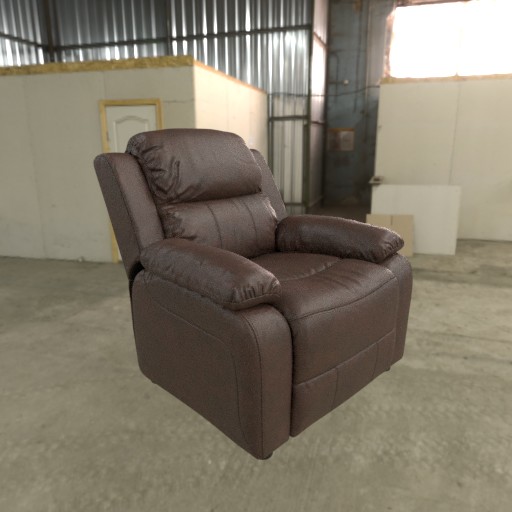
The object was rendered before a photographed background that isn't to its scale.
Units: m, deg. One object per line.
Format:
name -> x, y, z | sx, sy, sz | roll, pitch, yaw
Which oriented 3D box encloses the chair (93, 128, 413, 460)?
chair -> 0.000, 0.000, 1.258 | 0.707, 0.702, 0.680 | 14, 21, 43
